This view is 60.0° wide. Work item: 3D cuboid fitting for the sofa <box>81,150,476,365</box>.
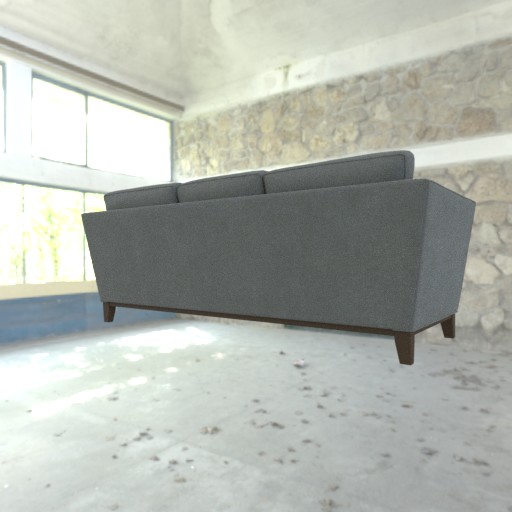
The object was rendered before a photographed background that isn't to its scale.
[{"bbox_3d":[0.000,0.000,2.823,2.387,0.940,0.965,0,0,36],"label":"sofa"}]
